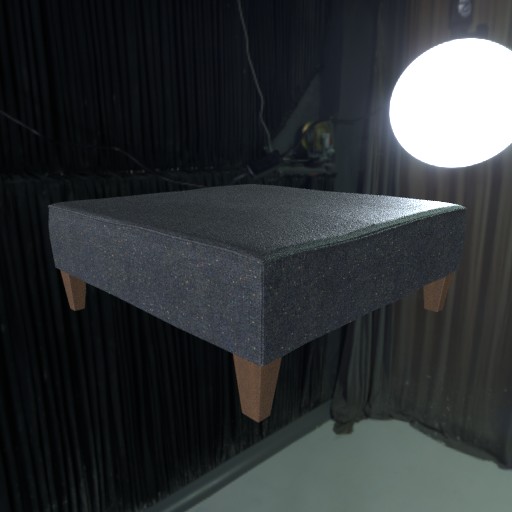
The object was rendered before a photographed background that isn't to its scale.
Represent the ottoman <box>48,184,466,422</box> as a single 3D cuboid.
[{"bbox_3d":[0.000,0.000,1.493,1.004,0.382,0.968,14,20,43],"label":"ottoman"}]
